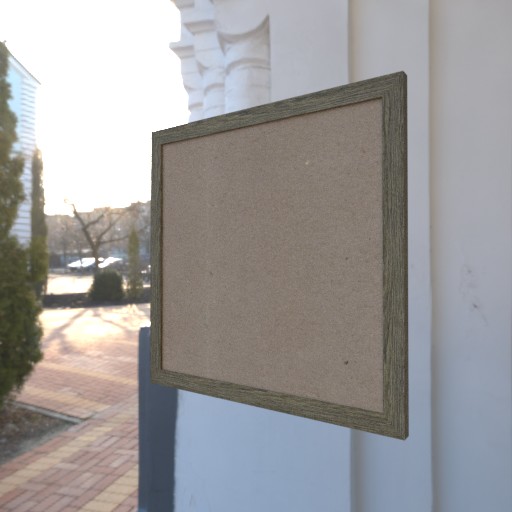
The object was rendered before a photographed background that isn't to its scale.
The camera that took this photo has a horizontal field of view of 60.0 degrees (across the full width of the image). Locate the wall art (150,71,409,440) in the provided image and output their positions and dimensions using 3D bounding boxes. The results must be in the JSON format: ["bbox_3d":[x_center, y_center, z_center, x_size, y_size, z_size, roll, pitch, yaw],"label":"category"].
[{"bbox_3d":[0.000,0.000,0.761,0.508,0.508,0.019,0,-1,35],"label":"wall art"}]
